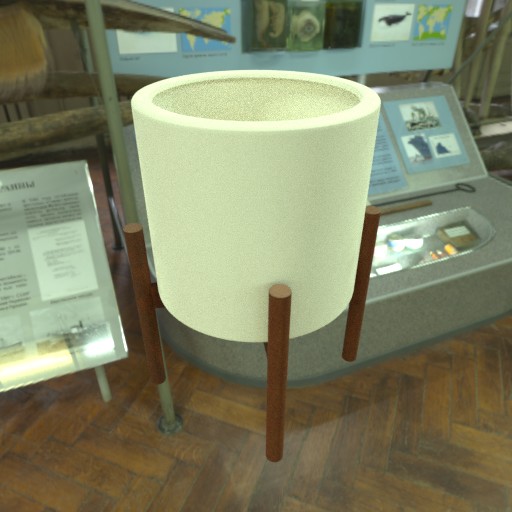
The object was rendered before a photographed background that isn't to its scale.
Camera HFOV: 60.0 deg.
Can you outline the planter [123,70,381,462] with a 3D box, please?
[{"bbox_3d":[0.000,0.000,0.502,0.224,0.358,0.224,21,38,30],"label":"planter"}]
